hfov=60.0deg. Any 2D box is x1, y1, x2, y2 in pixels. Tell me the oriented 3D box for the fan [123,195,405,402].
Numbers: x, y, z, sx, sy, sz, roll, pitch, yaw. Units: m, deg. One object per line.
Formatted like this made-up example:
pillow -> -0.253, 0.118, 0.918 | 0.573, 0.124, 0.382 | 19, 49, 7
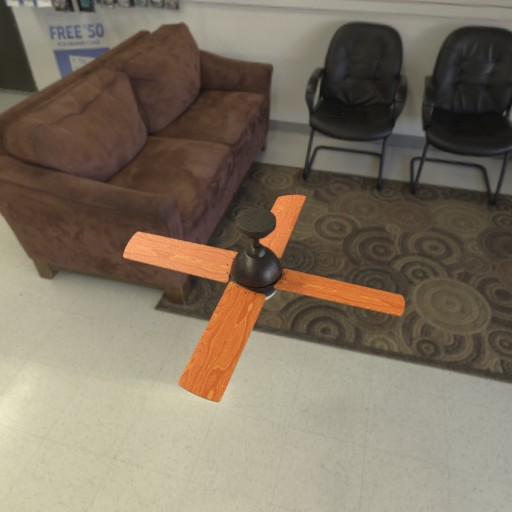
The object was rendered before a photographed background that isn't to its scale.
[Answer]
fan -> 0.000, 0.000, 1.977 | 1.332, 0.403, 1.332 | 12, 43, 14
